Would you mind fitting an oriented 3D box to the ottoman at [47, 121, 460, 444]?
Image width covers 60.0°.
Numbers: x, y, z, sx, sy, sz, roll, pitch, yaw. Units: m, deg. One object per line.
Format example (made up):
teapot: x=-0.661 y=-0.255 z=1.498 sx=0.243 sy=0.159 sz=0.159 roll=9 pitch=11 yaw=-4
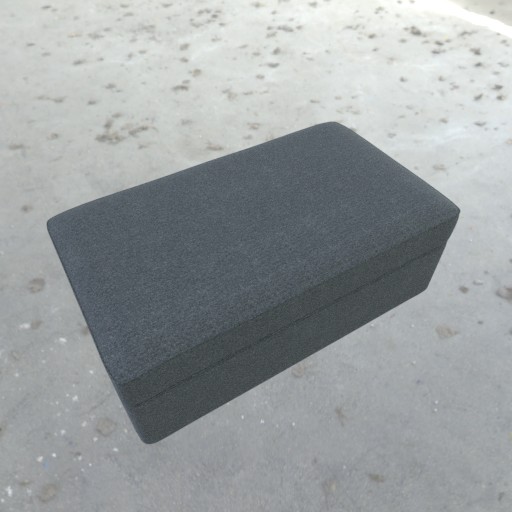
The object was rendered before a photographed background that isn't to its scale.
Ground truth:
ottoman: x=0.000 y=0.000 z=1.549 sx=1.173 sy=0.494 sz=0.681 roll=-24 pitch=51 yaw=-21
